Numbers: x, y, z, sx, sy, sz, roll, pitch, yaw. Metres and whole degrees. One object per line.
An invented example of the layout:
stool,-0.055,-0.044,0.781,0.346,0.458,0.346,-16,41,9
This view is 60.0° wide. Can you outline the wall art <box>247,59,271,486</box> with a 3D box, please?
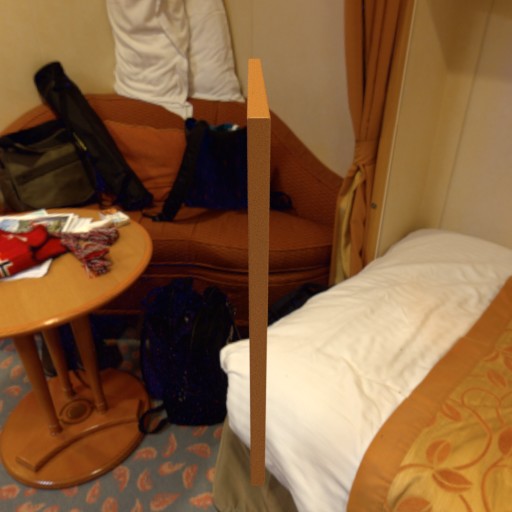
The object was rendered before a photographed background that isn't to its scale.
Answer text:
wall art,0.000,0.000,0.504,0.015,0.379,0.310,0,30,-1
